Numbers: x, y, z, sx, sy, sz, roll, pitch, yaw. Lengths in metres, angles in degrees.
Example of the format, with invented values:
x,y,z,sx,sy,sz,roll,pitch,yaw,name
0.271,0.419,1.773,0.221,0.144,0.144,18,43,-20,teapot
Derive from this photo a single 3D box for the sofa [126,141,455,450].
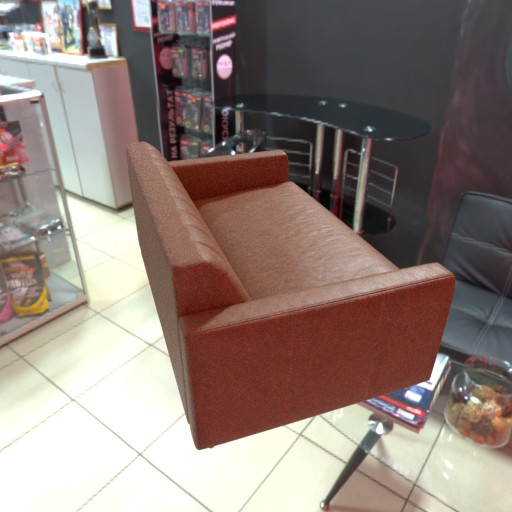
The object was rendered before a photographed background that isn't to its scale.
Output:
x,y,z,sx,sy,sz,roll,pitch,yaw,name
0.000,0.000,2.075,0.960,0.820,1.549,-10,32,-17,sofa
